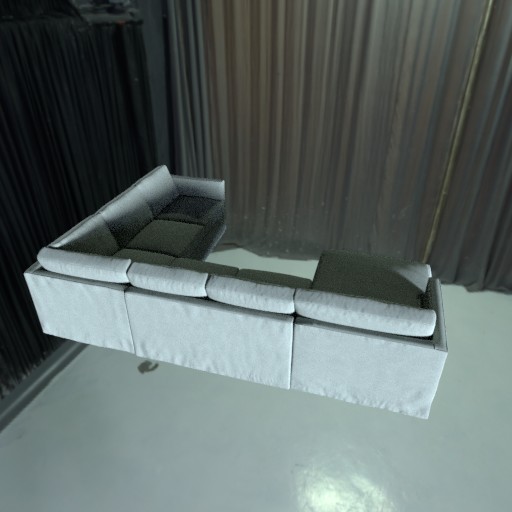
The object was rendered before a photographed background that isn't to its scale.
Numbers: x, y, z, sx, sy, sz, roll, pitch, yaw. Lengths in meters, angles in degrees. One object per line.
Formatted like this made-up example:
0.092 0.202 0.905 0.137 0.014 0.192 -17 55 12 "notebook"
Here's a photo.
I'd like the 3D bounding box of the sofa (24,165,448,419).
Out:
0.000 0.000 4.471 3.434 0.869 2.440 9 33 14 "sofa"
